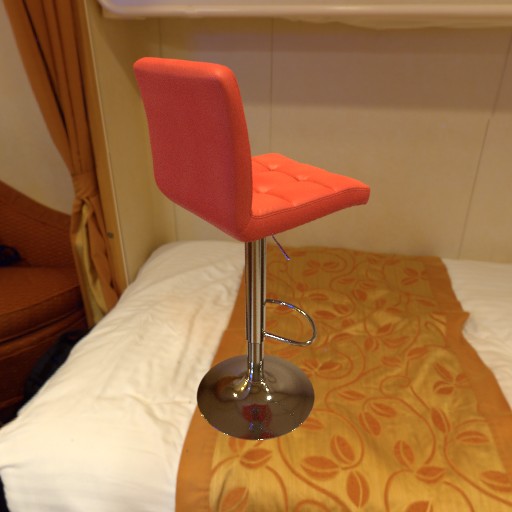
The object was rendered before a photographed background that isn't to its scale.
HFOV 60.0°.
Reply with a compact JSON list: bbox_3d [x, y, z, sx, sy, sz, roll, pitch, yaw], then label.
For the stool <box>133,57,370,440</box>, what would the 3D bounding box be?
[{"bbox_3d":[0.000,0.000,1.357,0.505,1.115,0.430,-18,32,-32],"label":"stool"}]
